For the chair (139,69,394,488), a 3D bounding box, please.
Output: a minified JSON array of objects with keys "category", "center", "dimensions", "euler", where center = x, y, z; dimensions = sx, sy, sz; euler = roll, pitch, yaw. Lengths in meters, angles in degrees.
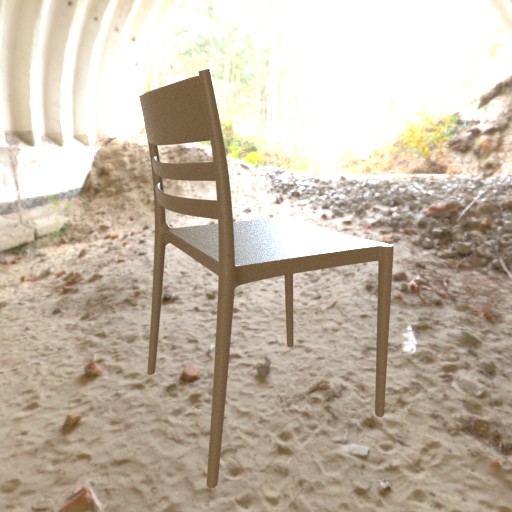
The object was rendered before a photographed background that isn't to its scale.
[{"category":"chair","center":[0.000,0.000,1.129],"dimensions":[0.511,0.800,0.531],"euler":[-7,16,-26]}]
